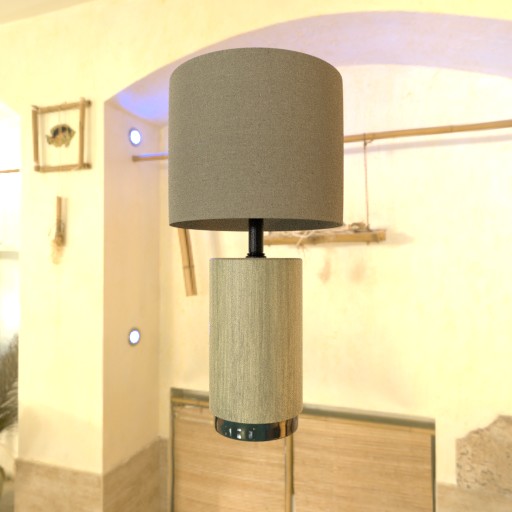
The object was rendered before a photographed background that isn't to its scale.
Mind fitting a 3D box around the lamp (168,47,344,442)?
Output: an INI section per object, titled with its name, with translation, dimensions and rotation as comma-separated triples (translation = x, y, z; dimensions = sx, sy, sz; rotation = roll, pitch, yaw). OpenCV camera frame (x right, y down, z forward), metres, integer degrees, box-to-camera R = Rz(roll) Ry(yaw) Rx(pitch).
[lamp]
translation = 0.000, 0.000, 0.585
dimensions = 0.228, 0.444, 0.228
rotation = 0, -1, 19
